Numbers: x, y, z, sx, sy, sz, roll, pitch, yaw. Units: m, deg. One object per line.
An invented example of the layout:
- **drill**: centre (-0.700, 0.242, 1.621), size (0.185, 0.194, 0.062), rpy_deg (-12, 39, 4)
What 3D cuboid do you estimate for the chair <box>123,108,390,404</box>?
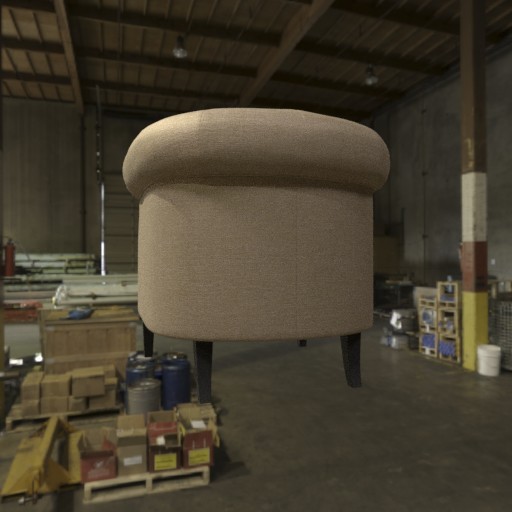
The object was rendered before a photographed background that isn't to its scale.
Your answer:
- **chair**: centre (0.000, 0.000, 1.583), size (0.905, 0.827, 0.852), rpy_deg (0, 0, -18)
